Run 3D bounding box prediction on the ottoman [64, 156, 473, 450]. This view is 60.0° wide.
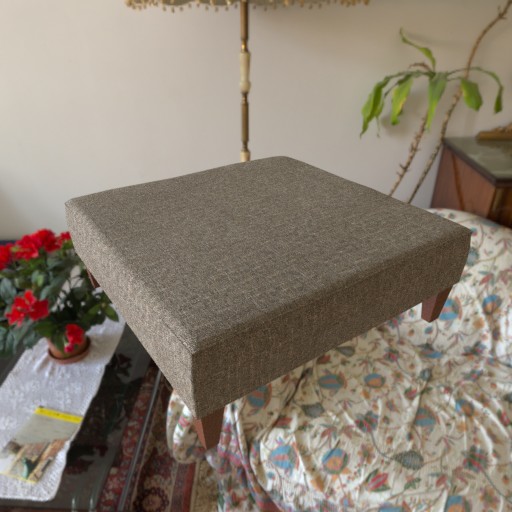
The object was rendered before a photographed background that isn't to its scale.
[{"bbox_3d":[0.000,0.000,1.548,1.016,0.379,0.981,-19,35,-30],"label":"ottoman"}]
